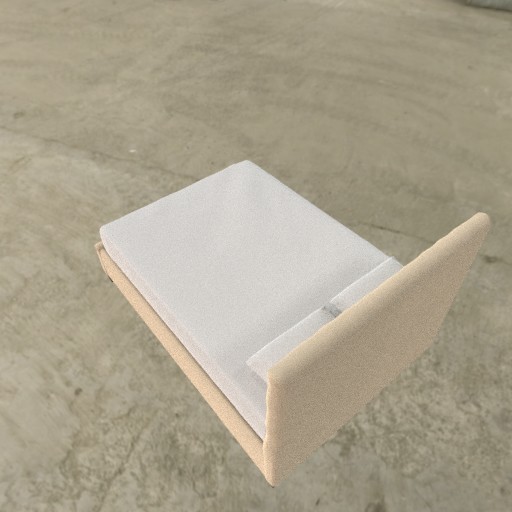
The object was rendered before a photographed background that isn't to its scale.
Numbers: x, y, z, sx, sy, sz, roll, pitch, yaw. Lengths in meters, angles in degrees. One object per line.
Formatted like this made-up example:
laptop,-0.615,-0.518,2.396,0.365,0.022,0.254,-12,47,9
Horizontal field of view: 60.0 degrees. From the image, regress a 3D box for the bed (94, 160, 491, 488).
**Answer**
bed,0.000,0.000,3.361,1.698,1.427,2.387,-31,53,-26
